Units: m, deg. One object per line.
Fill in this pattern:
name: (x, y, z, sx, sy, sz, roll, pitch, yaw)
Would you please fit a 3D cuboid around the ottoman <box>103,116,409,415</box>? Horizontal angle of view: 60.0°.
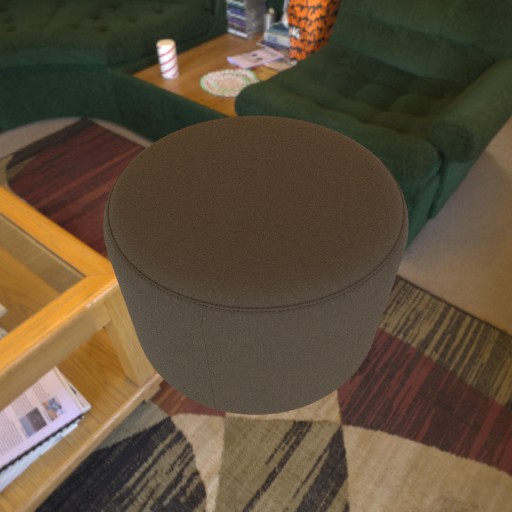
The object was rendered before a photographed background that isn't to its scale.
ottoman: (0.000, 0.000, 1.016, 0.608, 0.433, 0.608, 0, 47, 0)
